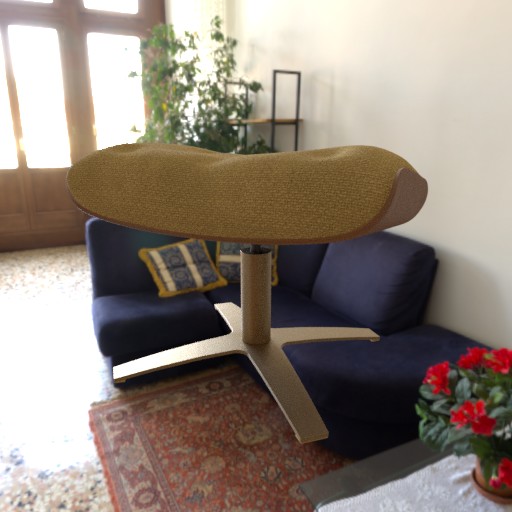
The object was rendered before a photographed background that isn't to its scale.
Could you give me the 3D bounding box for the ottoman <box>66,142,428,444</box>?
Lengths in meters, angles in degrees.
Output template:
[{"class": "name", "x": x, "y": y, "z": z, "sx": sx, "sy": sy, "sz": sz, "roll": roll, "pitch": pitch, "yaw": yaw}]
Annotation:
[{"class": "ottoman", "x": 0.000, "y": 0.000, "z": 0.791, "sx": 0.520, "sy": 0.391, "sz": 0.394, "roll": 8, "pitch": 17, "yaw": 26}]
